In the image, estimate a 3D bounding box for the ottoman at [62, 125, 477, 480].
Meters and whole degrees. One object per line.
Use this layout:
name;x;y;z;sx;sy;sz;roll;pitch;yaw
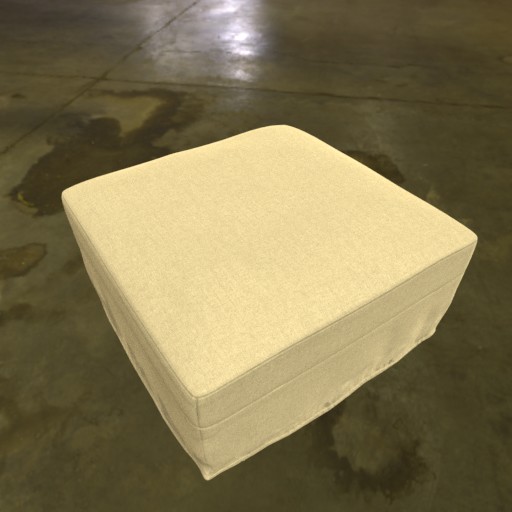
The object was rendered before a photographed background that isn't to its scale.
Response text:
ottoman;0.000;0.000;1.301;0.843;0.436;0.840;-24;46;-25
